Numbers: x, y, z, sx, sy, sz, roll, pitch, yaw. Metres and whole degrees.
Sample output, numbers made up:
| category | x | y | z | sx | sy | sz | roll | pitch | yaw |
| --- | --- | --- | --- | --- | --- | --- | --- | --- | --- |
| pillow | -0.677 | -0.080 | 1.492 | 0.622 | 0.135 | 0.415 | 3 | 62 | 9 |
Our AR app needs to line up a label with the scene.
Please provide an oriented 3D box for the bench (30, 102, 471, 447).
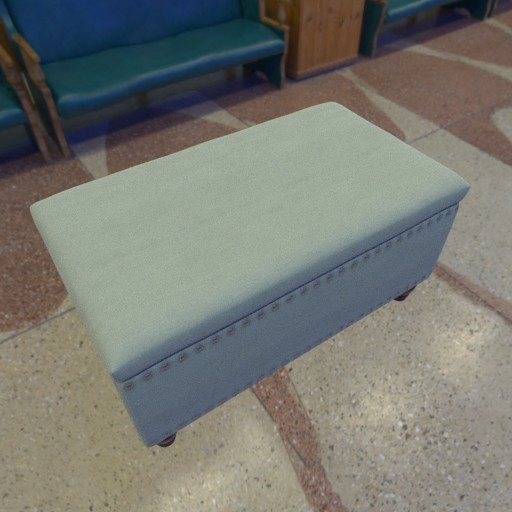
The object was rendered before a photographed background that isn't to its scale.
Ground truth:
| category | x | y | z | sx | sy | sz | roll | pitch | yaw |
| --- | --- | --- | --- | --- | --- | --- | --- | --- | --- |
| bench | 0.000 | 0.000 | 1.148 | 0.887 | 0.449 | 0.500 | -26 | 51 | -23 |
